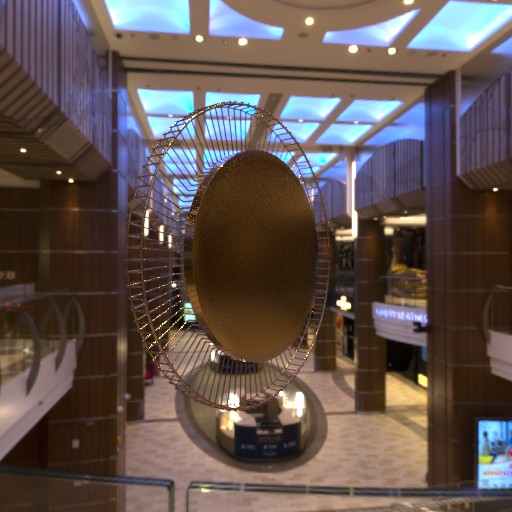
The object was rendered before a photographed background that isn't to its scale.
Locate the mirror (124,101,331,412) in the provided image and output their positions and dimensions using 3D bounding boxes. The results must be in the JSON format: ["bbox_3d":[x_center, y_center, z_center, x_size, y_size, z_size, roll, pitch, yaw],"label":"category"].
[{"bbox_3d":[0.000,0.000,1.051,0.067,0.703,0.703,-1,-1,37],"label":"mirror"}]
